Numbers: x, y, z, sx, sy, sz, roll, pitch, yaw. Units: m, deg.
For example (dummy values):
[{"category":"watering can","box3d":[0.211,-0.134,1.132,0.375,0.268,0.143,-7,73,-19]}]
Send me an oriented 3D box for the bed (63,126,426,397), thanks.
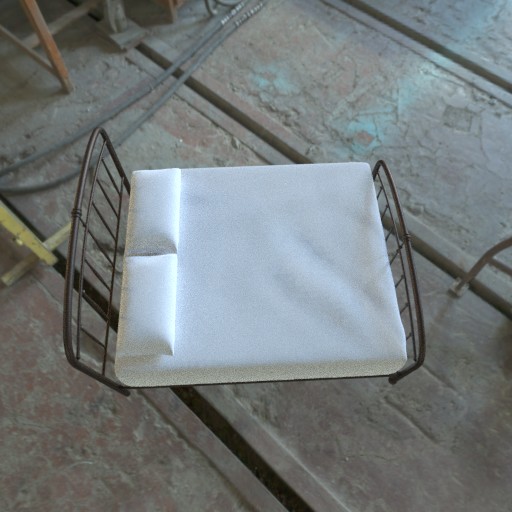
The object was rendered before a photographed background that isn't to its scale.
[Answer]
[{"category":"bed","box3d":[0.000,0.000,3.253,2.180,1.425,1.711,-2,64,-1]}]
